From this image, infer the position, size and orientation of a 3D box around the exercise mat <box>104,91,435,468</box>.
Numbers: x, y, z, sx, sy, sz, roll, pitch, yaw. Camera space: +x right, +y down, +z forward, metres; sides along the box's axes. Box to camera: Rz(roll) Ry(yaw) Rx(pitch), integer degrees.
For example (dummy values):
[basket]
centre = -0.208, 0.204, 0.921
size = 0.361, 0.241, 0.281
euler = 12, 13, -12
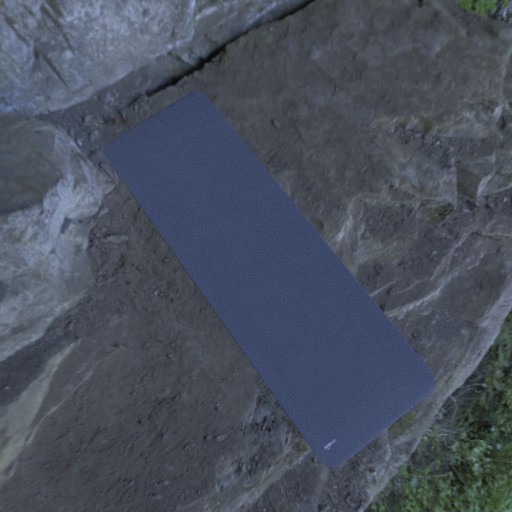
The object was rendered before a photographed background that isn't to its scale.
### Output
[exercise mat]
centre = 0.000, 0.000, 2.097
size = 0.616, 0.021, 1.884
euler = -35, 76, -10
